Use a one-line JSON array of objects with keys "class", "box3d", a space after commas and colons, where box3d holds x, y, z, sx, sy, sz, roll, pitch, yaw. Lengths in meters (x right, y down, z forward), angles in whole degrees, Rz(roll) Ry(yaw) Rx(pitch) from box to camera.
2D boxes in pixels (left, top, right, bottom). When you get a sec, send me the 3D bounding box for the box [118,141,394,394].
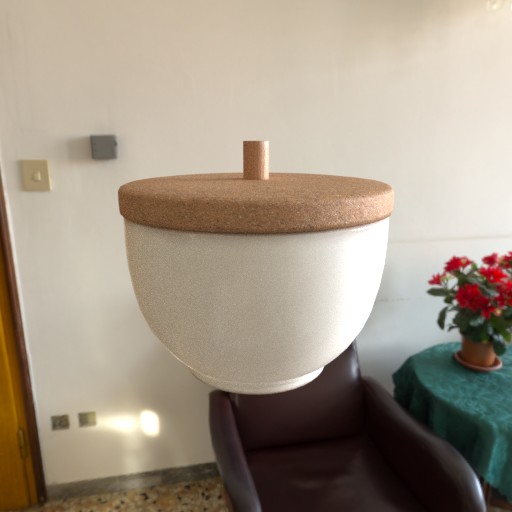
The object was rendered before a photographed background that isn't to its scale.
[{"class": "box", "box3d": [0.000, 0.000, 0.186, 0.107, 0.094, 0.107, 0, 15, 0]}]
